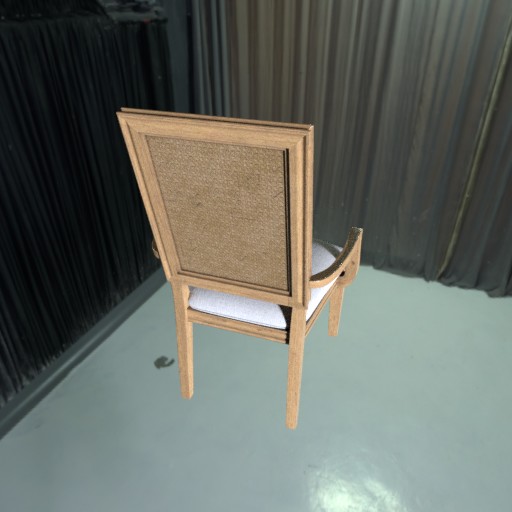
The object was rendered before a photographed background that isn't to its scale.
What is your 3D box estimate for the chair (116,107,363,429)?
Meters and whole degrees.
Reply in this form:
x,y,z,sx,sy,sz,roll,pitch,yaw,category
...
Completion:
x,y,z,sx,sy,sz,roll,pitch,yaw,category
0.000,0.000,1.373,0.606,0.990,0.602,10,33,16,chair
